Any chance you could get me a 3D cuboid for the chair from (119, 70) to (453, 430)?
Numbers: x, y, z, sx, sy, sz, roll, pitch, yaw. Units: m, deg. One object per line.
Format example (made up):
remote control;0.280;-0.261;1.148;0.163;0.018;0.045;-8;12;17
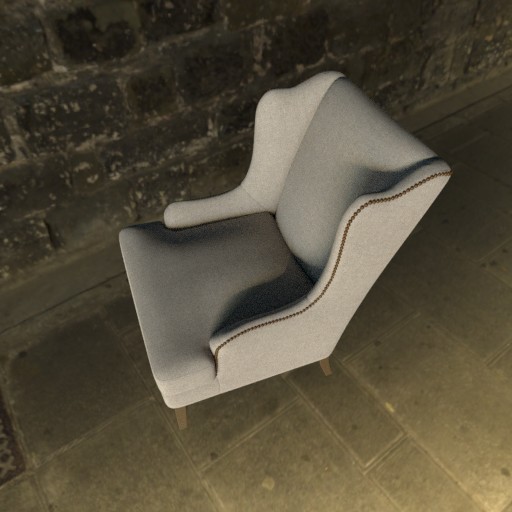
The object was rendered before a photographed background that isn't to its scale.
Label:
chair;0.000;0.000;1.664;0.940;1.029;0.737;-16;49;-14
